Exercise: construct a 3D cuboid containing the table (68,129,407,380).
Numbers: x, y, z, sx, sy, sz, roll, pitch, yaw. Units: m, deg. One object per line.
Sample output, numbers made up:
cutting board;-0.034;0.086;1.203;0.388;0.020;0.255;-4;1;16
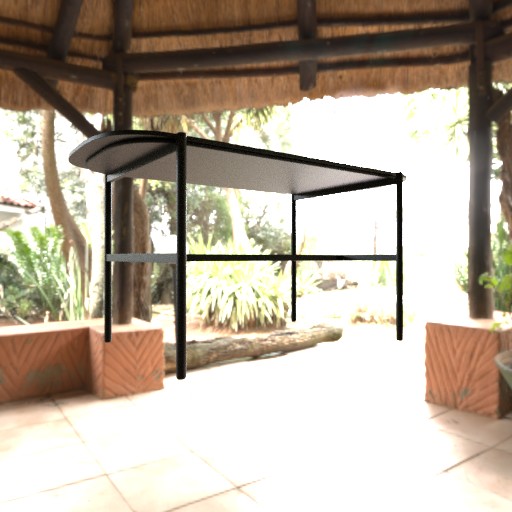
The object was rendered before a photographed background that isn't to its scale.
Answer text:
table;0.000;0.000;1.039;0.800;0.400;0.400;0;0;-35
